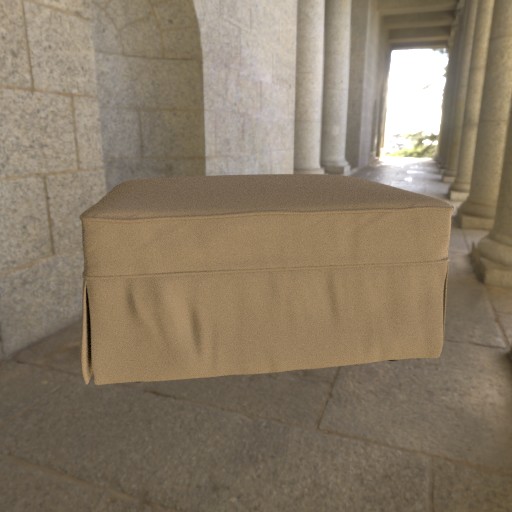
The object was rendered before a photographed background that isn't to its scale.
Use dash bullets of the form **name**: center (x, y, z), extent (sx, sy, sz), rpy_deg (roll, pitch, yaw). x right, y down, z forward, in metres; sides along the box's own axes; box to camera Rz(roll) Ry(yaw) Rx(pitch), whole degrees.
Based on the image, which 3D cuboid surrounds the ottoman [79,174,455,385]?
- **ottoman**: center (0.000, 0.000, 1.380), extent (0.959, 0.482, 0.721), rpy_deg (-2, 16, -9)
